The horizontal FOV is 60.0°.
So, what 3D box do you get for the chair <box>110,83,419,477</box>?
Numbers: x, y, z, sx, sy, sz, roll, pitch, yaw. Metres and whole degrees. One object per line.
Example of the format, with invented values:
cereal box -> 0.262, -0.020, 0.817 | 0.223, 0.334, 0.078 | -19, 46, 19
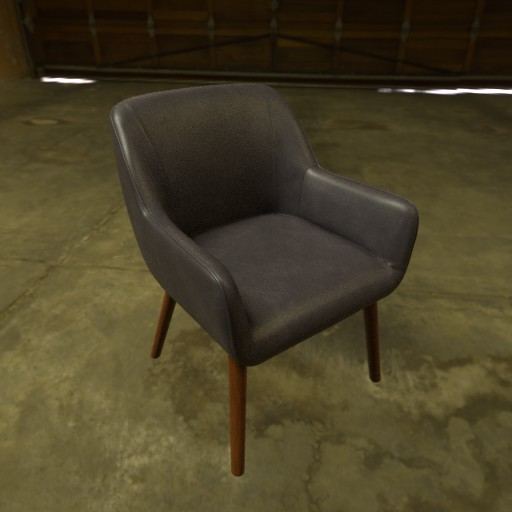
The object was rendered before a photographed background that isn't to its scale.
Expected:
chair -> 0.000, 0.000, 1.240 | 0.610, 0.828, 0.610 | -20, 35, -32
